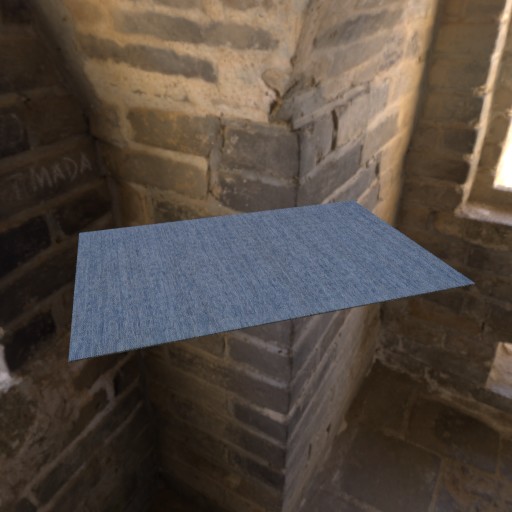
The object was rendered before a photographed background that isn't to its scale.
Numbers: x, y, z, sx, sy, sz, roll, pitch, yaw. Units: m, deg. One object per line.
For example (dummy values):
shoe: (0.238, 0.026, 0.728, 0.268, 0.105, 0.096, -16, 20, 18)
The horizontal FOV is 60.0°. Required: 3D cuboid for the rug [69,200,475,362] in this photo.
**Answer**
rug: (0.000, 0.000, 2.285, 1.752, 0.006, 1.142, -8, 29, -16)
